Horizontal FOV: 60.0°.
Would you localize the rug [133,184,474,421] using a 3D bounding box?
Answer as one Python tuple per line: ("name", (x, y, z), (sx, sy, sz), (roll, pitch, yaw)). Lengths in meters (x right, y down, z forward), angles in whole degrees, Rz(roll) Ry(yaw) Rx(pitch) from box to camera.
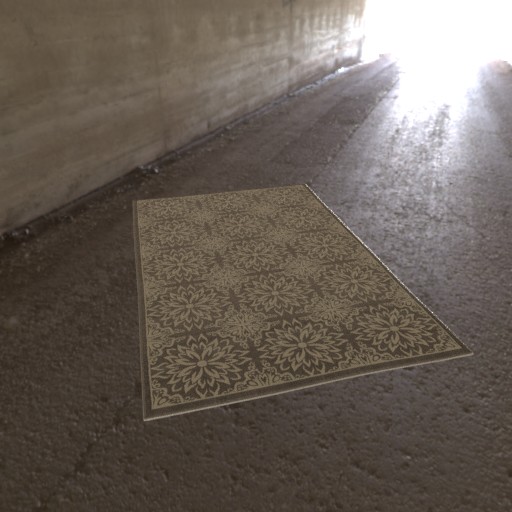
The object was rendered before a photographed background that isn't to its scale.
("rug", (0.000, 0.000, 3.442), (1.819, 0.018, 2.746), (-7, 31, -13))
